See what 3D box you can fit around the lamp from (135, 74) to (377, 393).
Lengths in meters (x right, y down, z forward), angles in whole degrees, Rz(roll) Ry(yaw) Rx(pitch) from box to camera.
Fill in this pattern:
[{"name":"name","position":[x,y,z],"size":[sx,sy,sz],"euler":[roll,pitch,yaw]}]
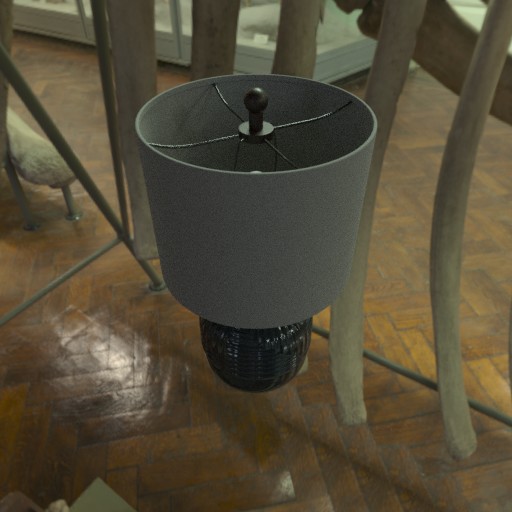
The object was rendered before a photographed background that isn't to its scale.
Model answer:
[{"name":"lamp","position":[0.000,0.000,0.753],"size":[0.318,0.567,0.318],"euler":[0,41,0]}]
